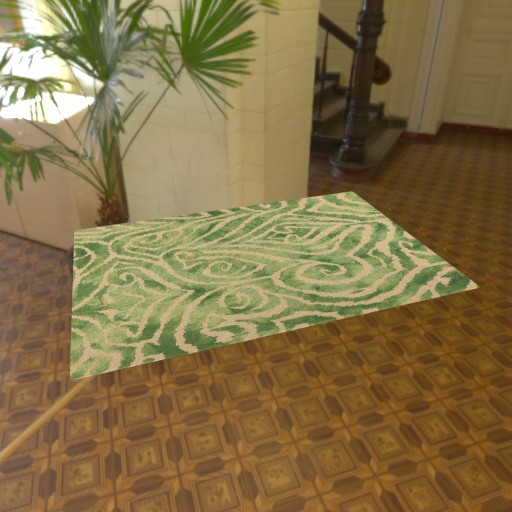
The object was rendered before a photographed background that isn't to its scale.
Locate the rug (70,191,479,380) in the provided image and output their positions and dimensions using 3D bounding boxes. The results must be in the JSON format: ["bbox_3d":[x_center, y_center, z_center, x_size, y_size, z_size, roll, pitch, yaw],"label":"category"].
[{"bbox_3d":[0.000,0.000,2.344,1.826,0.006,1.220,-10,32,-16],"label":"rug"}]
